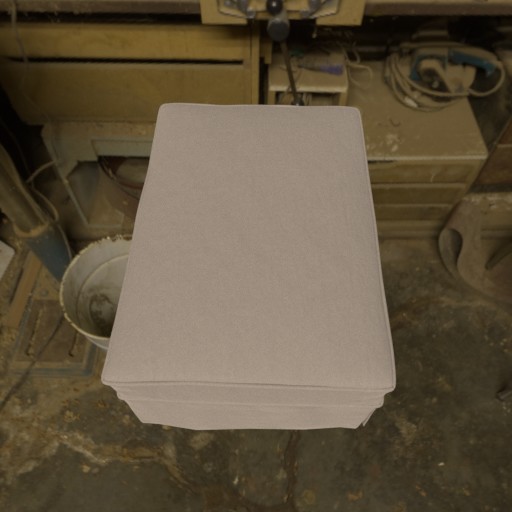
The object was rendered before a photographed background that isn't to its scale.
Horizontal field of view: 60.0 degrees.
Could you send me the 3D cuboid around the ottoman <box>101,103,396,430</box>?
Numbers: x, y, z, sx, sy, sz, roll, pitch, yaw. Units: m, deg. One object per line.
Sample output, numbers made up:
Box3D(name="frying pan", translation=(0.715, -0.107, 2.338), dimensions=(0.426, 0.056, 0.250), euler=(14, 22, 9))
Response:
Box3D(name="ottoman", translation=(0.000, 0.000, 1.348), dimensions=(0.703, 0.479, 0.944), euler=(1, 59, 1))
